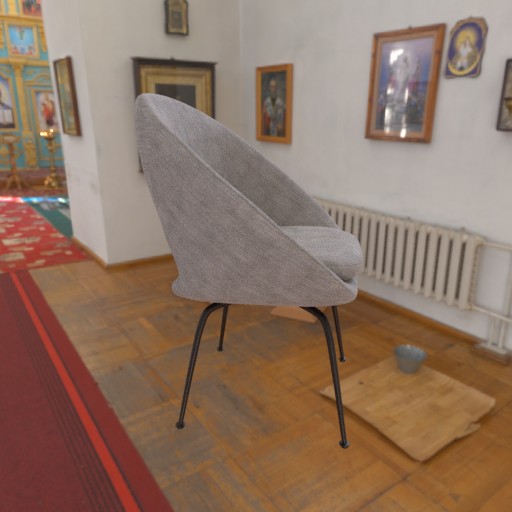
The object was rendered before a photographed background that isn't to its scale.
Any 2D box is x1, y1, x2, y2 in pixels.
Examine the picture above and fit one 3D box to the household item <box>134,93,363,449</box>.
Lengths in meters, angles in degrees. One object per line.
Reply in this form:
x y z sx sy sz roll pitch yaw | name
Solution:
0.000 0.000 1.259 0.587 0.869 0.643 3 16 10 | household item
